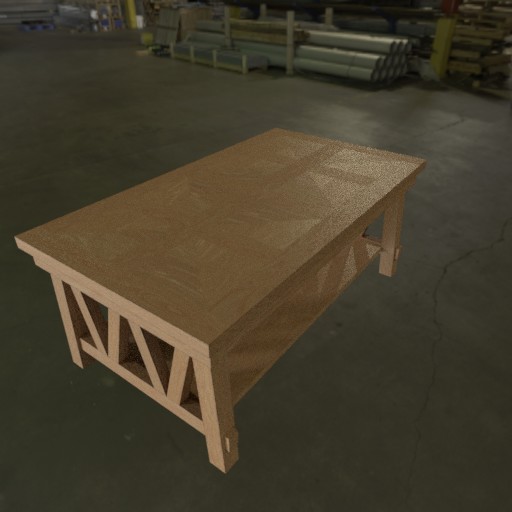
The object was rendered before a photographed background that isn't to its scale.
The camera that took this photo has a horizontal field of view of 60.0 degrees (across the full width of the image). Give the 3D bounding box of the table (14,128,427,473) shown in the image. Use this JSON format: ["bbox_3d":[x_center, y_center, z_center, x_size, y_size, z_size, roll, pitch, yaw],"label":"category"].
[{"bbox_3d":[0.000,0.000,1.605,0.711,0.507,1.270,22,38,30],"label":"table"}]
